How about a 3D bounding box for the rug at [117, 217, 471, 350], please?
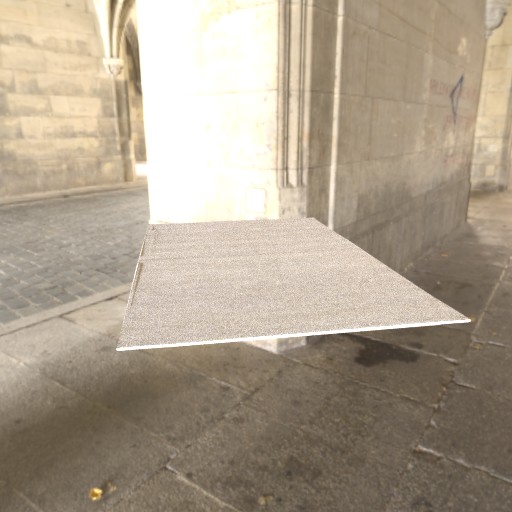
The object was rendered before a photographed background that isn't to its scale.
[{"bbox_3d":[0.000,0.000,2.280,1.179,0.022,1.820,-3,16,-10],"label":"rug"}]
